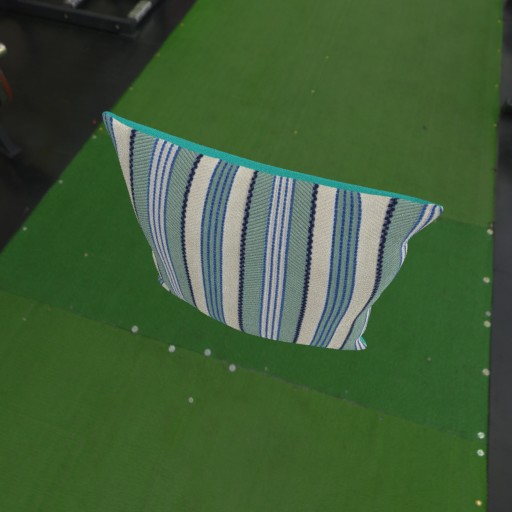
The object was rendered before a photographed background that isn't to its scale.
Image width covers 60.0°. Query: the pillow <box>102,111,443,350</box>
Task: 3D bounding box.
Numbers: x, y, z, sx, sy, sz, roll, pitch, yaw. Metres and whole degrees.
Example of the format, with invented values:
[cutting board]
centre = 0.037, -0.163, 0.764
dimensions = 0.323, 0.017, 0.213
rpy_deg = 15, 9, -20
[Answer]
[pillow]
centre = 0.000, 0.000, 0.702
dimensions = 0.440, 0.441, 0.182
rpy_deg = 17, 59, 11
